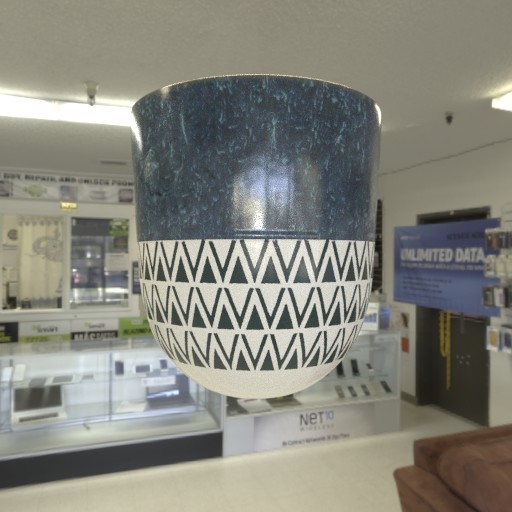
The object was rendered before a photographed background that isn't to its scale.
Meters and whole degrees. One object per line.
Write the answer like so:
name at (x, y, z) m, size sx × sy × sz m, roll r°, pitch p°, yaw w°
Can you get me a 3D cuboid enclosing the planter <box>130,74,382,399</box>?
planter at (0.000, 0.000, 0.357) m, size 0.195 × 0.214 × 0.195 m, roll 0°, pitch 0°, yaw 0°
